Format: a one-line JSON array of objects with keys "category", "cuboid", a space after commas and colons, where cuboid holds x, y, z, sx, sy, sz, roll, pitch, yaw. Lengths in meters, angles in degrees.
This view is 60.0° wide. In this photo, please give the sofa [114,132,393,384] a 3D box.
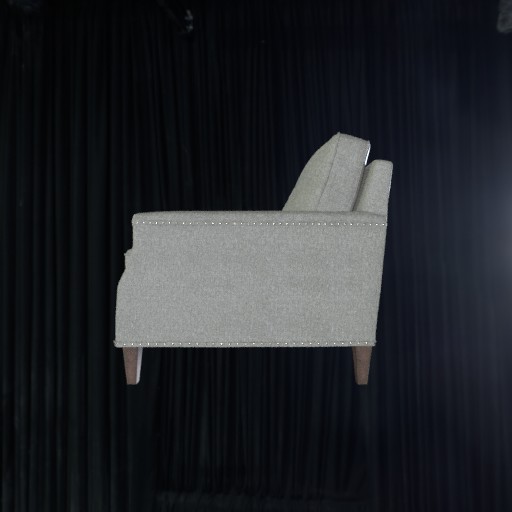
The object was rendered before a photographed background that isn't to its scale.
[{"category": "sofa", "cuboid": [0.000, 0.000, 2.776, 1.084, 1.003, 2.246, 0, 0, 0]}]
